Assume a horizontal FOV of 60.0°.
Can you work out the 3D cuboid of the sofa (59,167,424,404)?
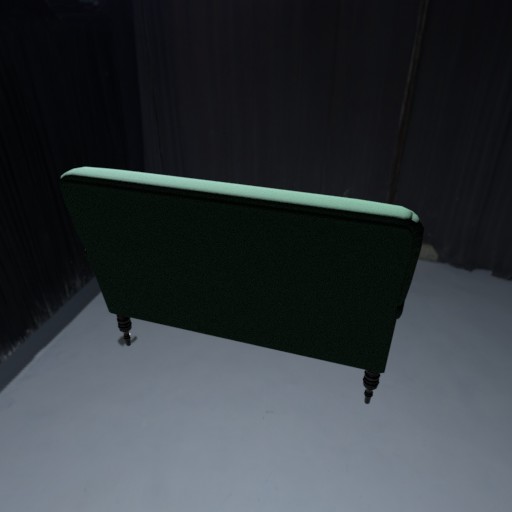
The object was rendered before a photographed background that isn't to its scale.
[{"bbox_3d":[0.000,0.000,1.867,1.297,0.889,0.779,9,32,15],"label":"sofa"}]
